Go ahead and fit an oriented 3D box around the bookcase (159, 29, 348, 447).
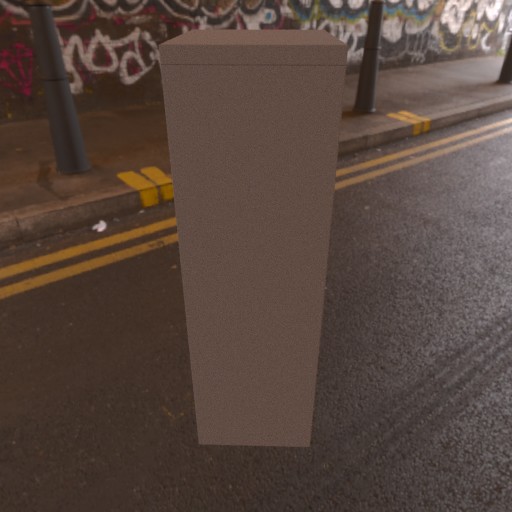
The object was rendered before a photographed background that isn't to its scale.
[{"bbox_3d":[0.000,0.000,1.211,0.330,1.080,0.390,1,31,1],"label":"bookcase"}]
